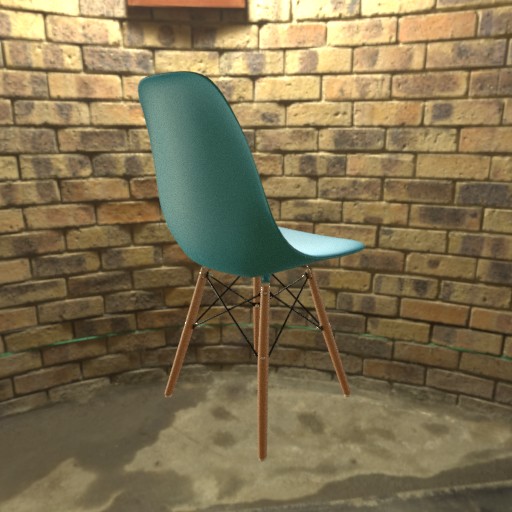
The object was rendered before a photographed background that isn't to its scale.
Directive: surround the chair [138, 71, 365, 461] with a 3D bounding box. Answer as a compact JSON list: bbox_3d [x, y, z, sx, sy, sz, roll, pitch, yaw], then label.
[{"bbox_3d":[0.000,0.000,1.140,0.470,0.826,0.531,14,21,42],"label":"chair"}]
